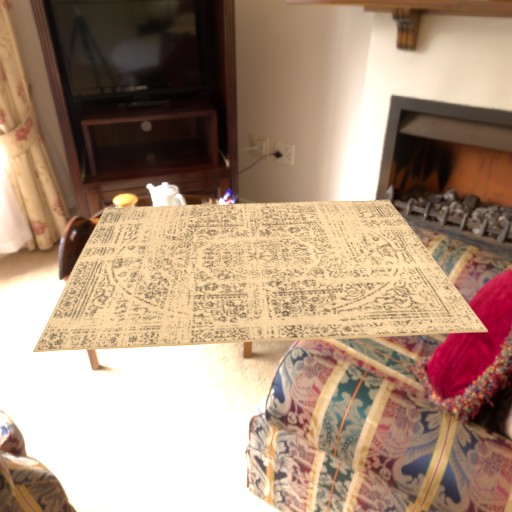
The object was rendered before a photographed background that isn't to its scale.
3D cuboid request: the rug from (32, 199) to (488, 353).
[{"bbox_3d":[0.000,0.000,3.066,2.438,0.026,1.706,-2,32,-3],"label":"rug"}]
